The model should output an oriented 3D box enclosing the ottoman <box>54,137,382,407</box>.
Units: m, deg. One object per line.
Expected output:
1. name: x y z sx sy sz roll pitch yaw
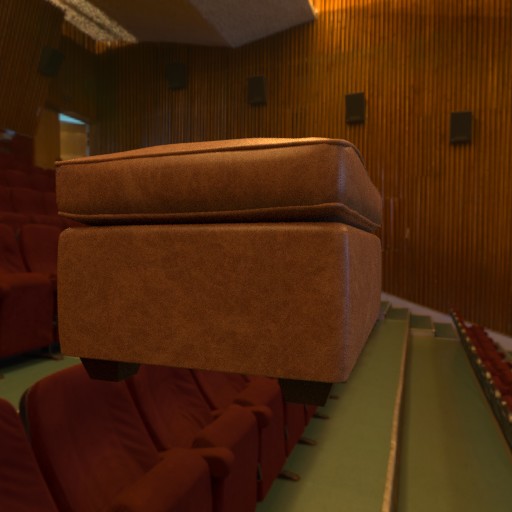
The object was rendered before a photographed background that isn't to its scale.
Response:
1. ottoman: 0.000 0.000 1.076 0.554 0.468 0.756 0 1 19
